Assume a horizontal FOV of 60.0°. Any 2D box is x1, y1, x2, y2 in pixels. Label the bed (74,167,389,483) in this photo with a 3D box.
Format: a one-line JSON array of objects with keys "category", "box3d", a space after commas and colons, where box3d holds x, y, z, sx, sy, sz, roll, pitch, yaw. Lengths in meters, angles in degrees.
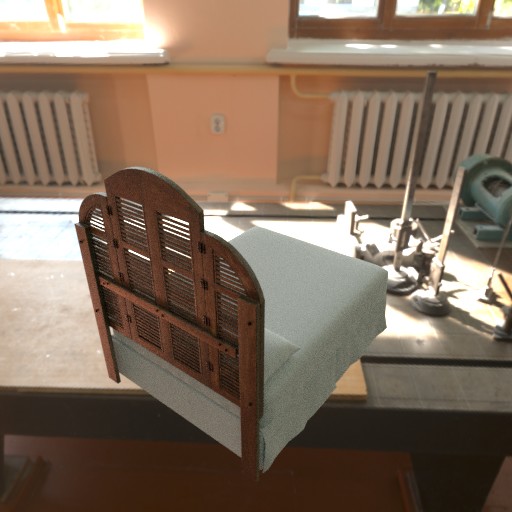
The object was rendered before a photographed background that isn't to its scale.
[{"category": "bed", "box3d": [0.000, 0.000, 3.651, 1.713, 2.019, 2.138, 21, 36, 32]}]
